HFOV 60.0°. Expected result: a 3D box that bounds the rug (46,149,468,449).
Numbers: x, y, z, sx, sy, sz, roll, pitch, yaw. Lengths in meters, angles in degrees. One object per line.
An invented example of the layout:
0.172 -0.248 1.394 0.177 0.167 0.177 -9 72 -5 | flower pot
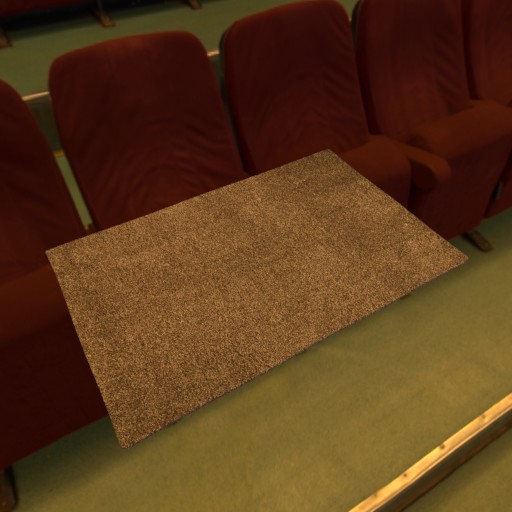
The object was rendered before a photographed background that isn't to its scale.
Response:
0.000 0.000 2.913 2.352 0.025 1.501 -24 51 -21 | rug
